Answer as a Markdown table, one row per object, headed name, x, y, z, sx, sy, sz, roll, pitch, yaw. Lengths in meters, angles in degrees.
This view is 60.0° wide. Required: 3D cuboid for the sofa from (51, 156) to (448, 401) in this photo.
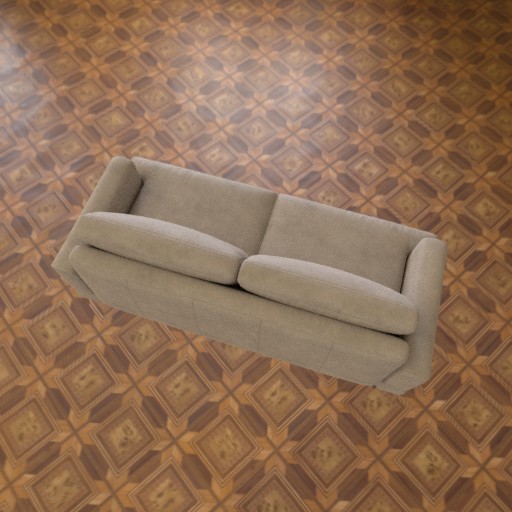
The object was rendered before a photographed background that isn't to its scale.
| name | x | y | z | sx | sy | sz | roll | pitch | yaw |
| --- | --- | --- | --- | --- | --- | --- | --- | --- | --- |
| sofa | 0.000 | 0.000 | 2.536 | 2.013 | 0.830 | 0.980 | 16 | 65 | 8 |
